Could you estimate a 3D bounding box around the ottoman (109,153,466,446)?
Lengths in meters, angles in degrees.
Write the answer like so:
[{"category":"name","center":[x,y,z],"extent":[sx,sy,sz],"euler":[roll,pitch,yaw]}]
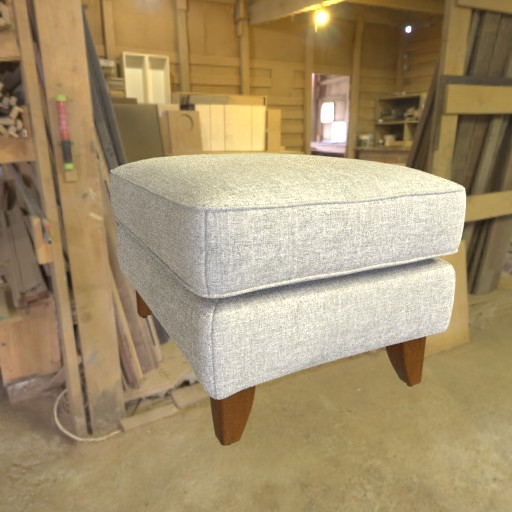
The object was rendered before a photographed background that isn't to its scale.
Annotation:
[{"category":"ottoman","center":[0.000,0.000,1.262],"extent":[0.661,0.561,0.889],"euler":[-8,18,-26]}]
